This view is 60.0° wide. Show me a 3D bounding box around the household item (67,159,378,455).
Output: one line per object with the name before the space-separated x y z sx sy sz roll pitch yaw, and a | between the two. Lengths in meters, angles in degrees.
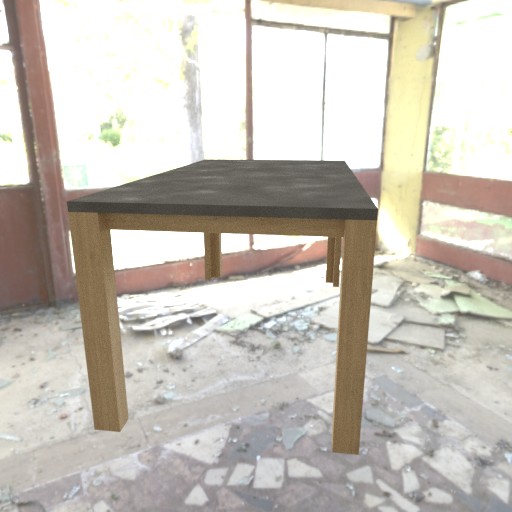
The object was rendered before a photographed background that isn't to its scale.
household item | 0.000 0.000 2.053 0.850 0.755 1.600 2 17 8
